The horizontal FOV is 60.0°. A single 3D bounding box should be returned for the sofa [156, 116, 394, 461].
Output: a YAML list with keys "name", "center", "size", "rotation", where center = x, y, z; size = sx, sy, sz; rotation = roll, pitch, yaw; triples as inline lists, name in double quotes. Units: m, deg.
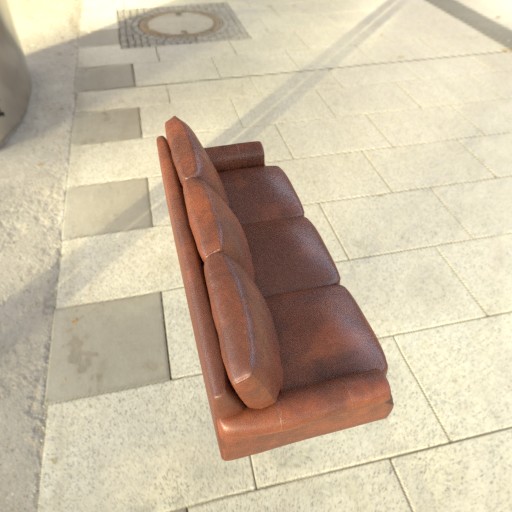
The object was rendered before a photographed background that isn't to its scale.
- name: "sofa"
  center: [0.000, 0.000, 2.883]
  size: [0.973, 0.977, 2.351]
  rotation: [-11, 46, -11]
